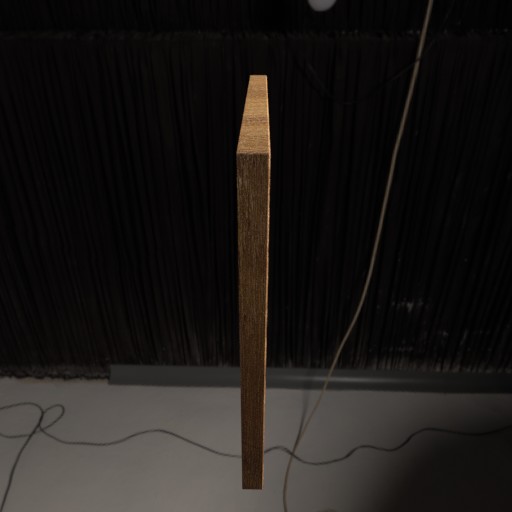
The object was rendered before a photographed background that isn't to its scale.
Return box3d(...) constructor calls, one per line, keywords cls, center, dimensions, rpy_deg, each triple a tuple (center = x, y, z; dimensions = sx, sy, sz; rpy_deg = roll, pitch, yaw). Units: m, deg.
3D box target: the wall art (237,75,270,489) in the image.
box3d(cls="wall art", center=(0.000, 0.000, 0.896), dimensions=(0.042, 0.608, 0.611), rpy_deg=(0, 30, 1))
